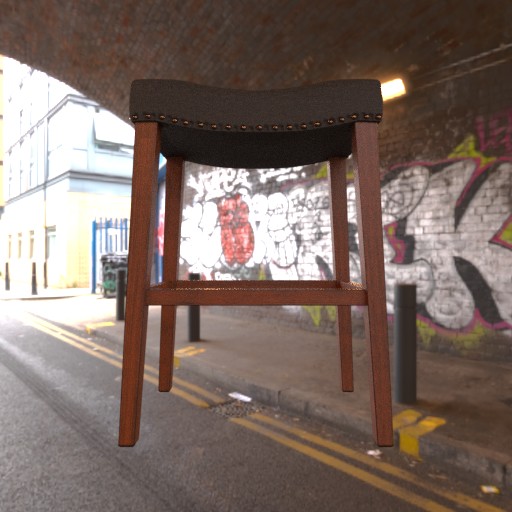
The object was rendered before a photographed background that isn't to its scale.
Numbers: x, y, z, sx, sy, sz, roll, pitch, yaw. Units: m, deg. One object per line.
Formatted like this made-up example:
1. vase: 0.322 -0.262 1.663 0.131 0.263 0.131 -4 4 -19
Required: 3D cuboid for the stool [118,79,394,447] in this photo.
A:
1. stool: 0.000 0.000 0.867 0.439 0.612 0.320 0 0 0
